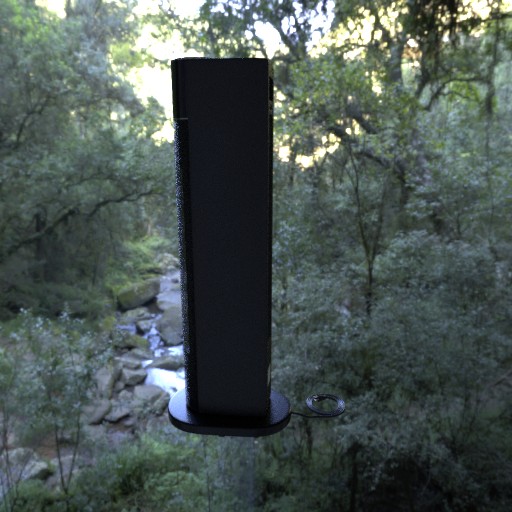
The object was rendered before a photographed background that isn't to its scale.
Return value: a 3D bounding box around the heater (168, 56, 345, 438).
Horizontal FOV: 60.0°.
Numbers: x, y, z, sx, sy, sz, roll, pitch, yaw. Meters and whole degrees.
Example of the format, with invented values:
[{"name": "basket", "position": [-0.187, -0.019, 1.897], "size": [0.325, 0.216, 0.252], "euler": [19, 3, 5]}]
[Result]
[{"name": "heater", "position": [0.000, 0.000, 1.044], "size": [0.458, 0.856, 0.214], "euler": [2, 15, 9]}]
